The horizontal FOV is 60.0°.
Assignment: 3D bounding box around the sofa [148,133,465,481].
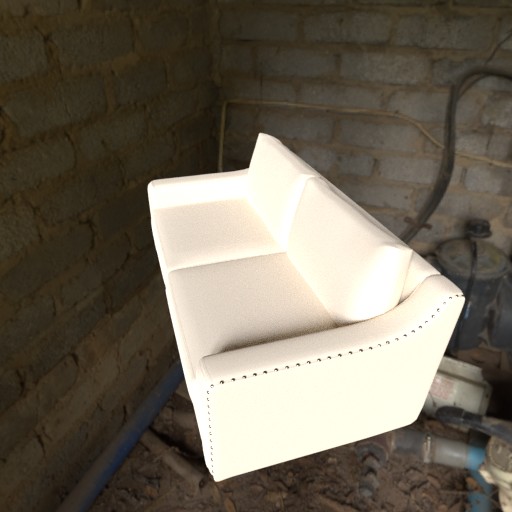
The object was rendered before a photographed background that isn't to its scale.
[{"bbox_3d":[0.000,0.000,2.269,0.949,0.830,1.812,-9,32,-15],"label":"sofa"}]
